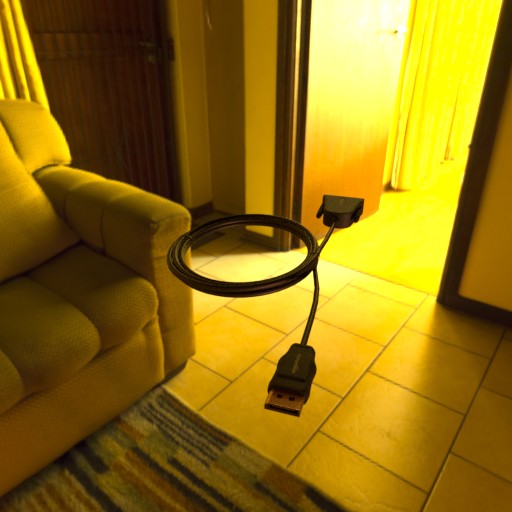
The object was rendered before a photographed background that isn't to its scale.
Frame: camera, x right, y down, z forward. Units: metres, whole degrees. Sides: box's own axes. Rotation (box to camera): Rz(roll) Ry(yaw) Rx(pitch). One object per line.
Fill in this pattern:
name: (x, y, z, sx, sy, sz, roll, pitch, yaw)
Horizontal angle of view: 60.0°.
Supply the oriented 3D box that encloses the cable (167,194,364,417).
cable: (0.000, 0.000, 0.335, 0.136, 0.015, 0.281, 8, 28, 16)
